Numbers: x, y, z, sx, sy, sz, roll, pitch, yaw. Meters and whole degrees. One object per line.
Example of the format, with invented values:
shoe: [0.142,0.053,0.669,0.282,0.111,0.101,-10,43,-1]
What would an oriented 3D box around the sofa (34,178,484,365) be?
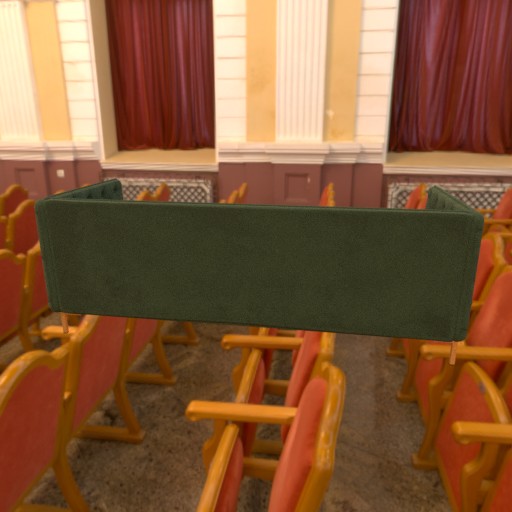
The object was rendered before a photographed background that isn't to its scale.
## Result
sofa: [0.000,0.000,2.604,2.209,0.771,0.895,3,17,9]
